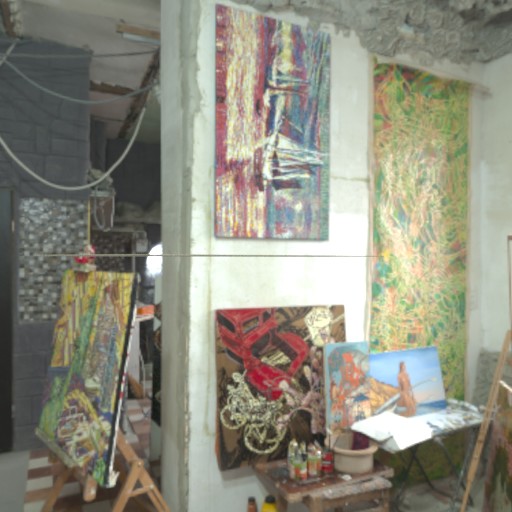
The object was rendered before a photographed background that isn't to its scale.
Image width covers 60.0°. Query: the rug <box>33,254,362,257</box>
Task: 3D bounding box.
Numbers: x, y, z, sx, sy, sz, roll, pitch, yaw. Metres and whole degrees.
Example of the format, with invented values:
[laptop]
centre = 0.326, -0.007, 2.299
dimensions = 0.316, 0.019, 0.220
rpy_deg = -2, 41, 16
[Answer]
[rug]
centre = 0.000, 0.000, 2.788
dimensions = 0.806, 0.006, 2.431
rpy_deg = 0, 0, 36
